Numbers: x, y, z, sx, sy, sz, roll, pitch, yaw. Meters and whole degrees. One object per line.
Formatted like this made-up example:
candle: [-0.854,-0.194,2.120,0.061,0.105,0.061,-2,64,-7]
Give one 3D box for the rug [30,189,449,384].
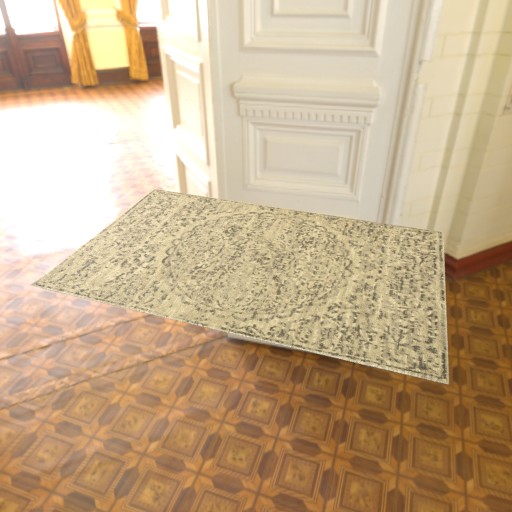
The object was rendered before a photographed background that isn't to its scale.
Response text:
rug: [0.000,0.000,3.038,2.447,0.021,1.527,10,34,15]
